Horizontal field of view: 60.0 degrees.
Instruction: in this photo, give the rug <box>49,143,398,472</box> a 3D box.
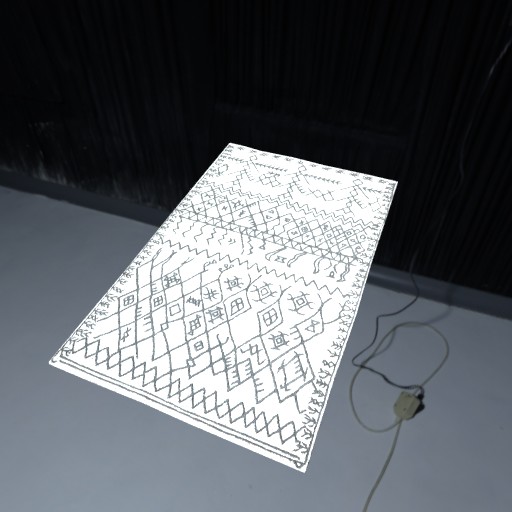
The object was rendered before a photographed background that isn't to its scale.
[{"bbox_3d":[0.000,0.000,3.082,1.530,0.012,2.444,17,49,15],"label":"rug"}]
